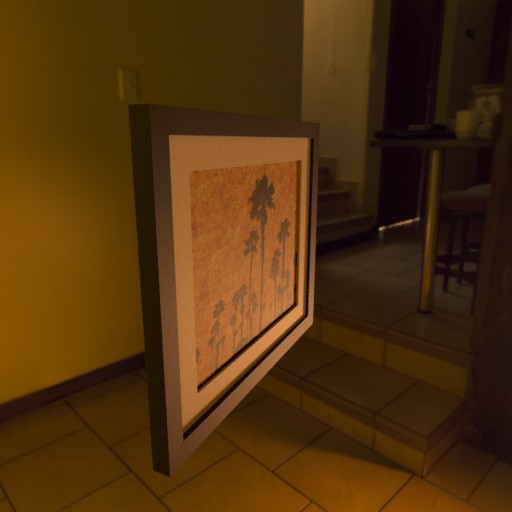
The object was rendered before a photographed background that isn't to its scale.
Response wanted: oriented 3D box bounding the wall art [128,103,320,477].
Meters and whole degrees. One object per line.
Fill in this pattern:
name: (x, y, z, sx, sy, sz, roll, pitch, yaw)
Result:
wall art: (0.000, 0.000, 0.766, 0.028, 0.460, 0.561, 7, 16, 25)
